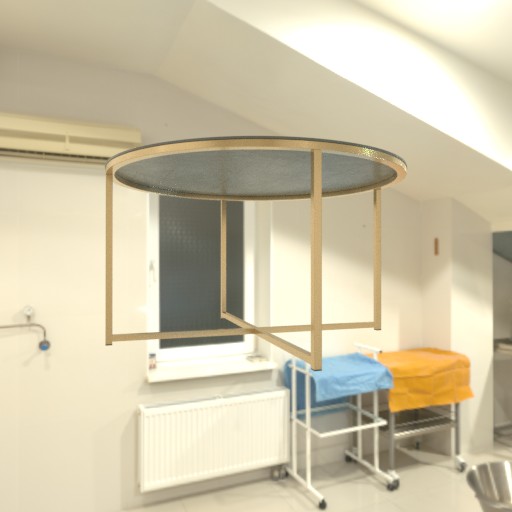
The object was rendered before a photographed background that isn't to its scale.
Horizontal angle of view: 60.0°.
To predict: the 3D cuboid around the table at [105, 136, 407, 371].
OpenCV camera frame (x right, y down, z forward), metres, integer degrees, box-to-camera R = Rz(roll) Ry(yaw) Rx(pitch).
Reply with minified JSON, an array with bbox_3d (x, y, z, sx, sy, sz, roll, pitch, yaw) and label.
[{"bbox_3d":[0.000,0.000,1.238,0.800,0.450,0.800,0,0,0],"label":"table"}]
